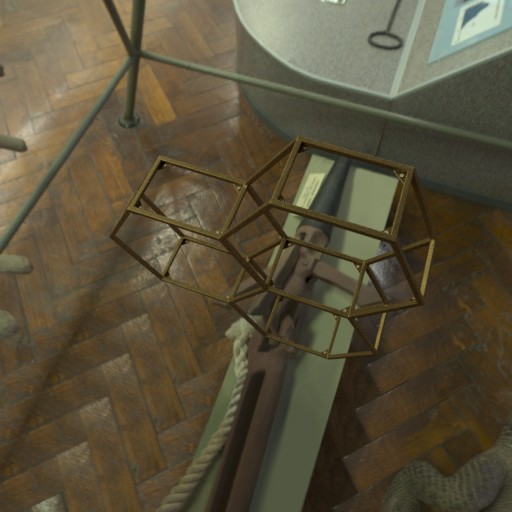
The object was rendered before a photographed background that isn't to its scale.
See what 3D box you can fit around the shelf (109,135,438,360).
[{"bbox_3d":[0.000,0.000,1.053,0.708,0.701,0.150,18,64,9],"label":"shelf"}]
